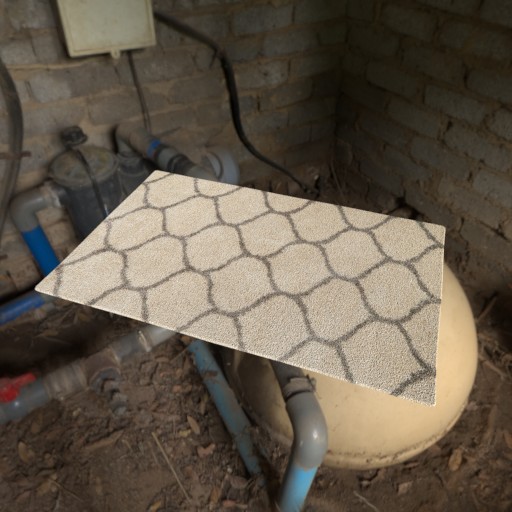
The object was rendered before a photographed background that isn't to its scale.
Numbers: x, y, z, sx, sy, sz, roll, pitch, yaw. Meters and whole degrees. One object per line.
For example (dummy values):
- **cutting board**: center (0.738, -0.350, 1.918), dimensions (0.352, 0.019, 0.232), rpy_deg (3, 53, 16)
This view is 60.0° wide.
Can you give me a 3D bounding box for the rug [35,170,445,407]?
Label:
- **rug**: center (0.000, 0.000, 2.942), dimensions (2.348, 0.024, 1.501), rpy_deg (13, 43, 15)
